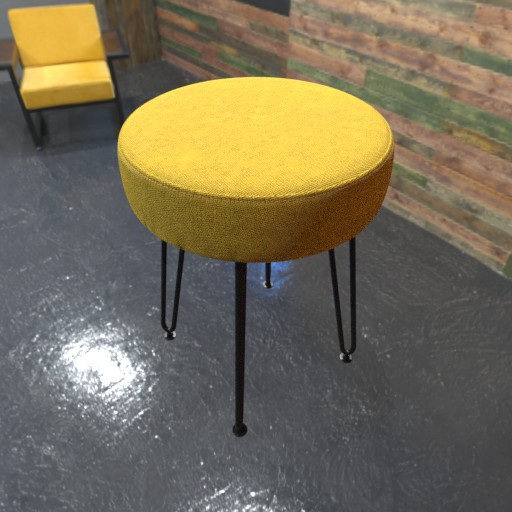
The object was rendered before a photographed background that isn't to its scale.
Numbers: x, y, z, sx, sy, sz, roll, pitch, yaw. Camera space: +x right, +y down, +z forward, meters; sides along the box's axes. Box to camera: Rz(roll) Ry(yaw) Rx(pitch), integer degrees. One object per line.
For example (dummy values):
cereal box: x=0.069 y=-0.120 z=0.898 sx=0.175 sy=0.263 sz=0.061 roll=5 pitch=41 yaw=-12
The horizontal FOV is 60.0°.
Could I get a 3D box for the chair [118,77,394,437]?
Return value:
chair: x=0.000 y=0.000 z=0.694 sx=0.345 sy=0.455 sz=0.345 roll=-25 pitch=47 yaw=-26
